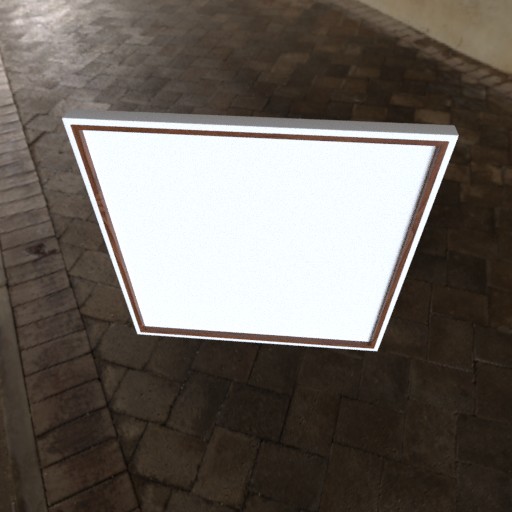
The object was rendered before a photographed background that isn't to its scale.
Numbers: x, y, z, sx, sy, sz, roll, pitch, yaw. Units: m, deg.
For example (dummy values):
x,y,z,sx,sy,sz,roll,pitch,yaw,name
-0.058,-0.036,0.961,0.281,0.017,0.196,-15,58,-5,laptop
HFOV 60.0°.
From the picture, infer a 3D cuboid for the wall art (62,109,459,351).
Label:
x,y,z,sx,sy,sz,roll,pitch,yaw,name
0.000,0.000,1.505,1.009,1.009,0.049,3,47,3,wall art
